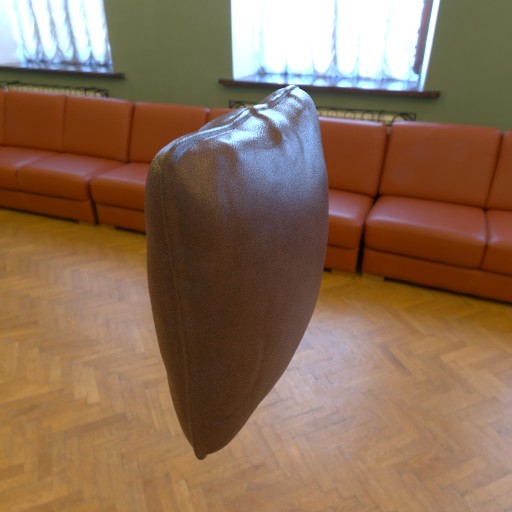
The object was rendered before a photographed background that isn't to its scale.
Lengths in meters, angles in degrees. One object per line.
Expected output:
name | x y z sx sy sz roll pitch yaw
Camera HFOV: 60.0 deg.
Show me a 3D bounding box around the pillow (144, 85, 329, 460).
pillow | 0.000 0.000 0.796 0.236 0.523 0.532 11 31 18
